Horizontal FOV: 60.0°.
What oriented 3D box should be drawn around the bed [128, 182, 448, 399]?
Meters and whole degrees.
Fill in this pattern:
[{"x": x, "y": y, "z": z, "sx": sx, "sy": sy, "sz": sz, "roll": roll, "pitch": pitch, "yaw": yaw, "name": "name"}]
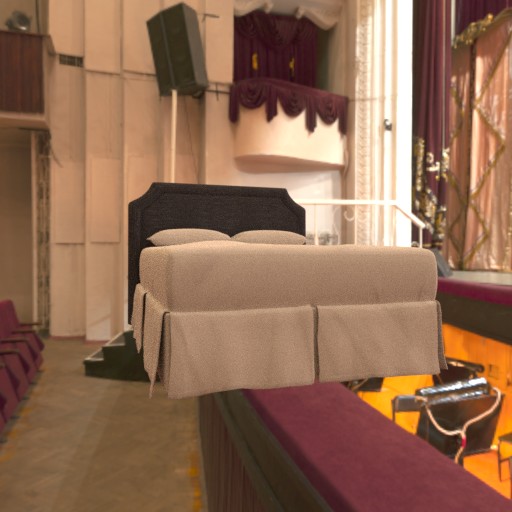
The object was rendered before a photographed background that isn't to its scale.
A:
[{"x": 0.000, "y": 0.000, "z": 3.180, "sx": 1.693, "sy": 1.290, "sz": 2.116, "roll": 0, "pitch": 1, "yaw": -18, "name": "bed"}]
